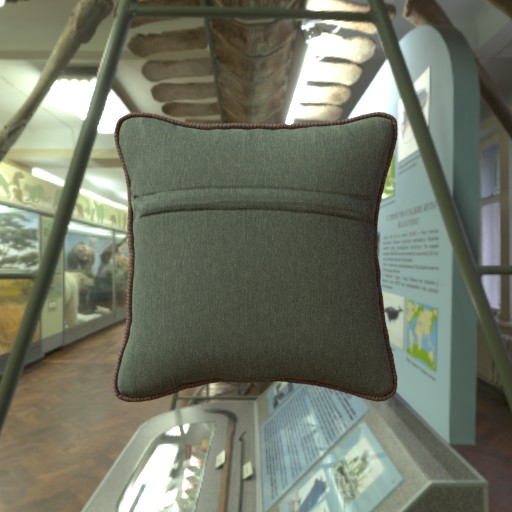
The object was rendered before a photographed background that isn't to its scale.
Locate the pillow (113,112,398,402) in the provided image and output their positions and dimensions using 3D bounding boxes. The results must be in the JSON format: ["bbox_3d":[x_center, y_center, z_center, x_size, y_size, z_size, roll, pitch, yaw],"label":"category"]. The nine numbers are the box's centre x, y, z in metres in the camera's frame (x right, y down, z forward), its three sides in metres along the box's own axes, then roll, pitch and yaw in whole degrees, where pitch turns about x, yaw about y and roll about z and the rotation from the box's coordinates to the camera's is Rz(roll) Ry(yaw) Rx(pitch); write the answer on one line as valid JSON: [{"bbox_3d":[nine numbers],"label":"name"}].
[{"bbox_3d":[0.000,0.000,0.752,0.482,0.491,0.124,0,-1,0],"label":"pillow"}]
